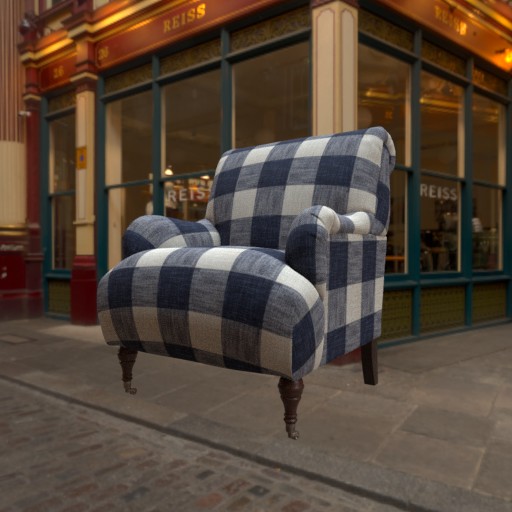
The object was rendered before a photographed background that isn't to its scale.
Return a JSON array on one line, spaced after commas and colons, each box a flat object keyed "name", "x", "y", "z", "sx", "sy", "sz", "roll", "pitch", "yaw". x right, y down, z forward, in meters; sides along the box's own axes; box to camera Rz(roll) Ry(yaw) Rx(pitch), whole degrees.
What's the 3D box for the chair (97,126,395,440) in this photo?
[{"name": "chair", "x": 0.000, "y": 0.000, "z": 1.578, "sx": 0.781, "sy": 0.953, "sz": 0.848, "roll": 1, "pitch": 1, "yaw": 34}]
